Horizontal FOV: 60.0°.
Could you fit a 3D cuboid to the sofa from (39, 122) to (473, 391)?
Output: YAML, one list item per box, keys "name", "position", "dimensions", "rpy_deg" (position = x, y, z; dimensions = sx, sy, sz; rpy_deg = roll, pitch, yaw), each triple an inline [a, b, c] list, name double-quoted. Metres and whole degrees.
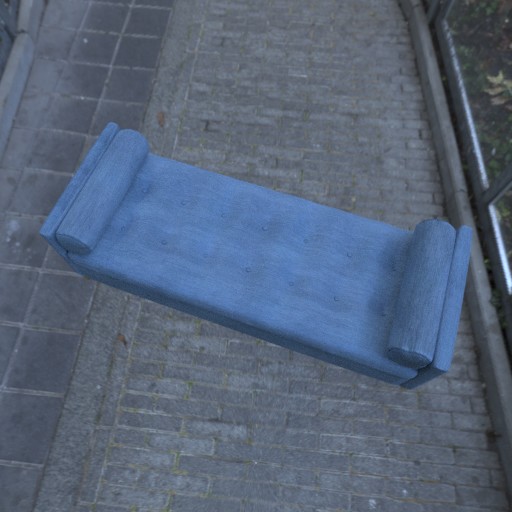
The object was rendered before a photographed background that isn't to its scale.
- name: "sofa"
  position: [0.000, 0.000, 2.510]
  dimensions: [2.102, 0.705, 0.796]
  rpy_deg: [18, 66, 8]
